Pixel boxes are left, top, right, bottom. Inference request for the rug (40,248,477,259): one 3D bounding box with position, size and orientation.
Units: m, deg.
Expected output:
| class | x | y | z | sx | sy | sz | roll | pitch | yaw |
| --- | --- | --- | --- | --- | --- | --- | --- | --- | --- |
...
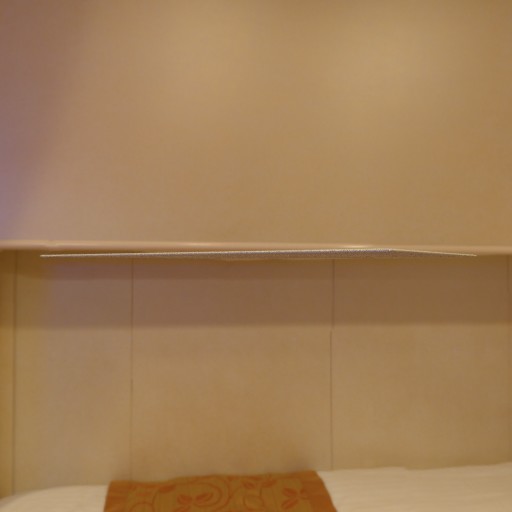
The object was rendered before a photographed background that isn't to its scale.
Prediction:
| class | x | y | z | sx | sy | sz | roll | pitch | yaw |
| --- | --- | --- | --- | --- | --- | --- | --- | --- | --- |
| rug | 0.000 | 0.000 | 3.546 | 2.878 | 0.014 | 2.005 | -1 | -1 | 36 |
